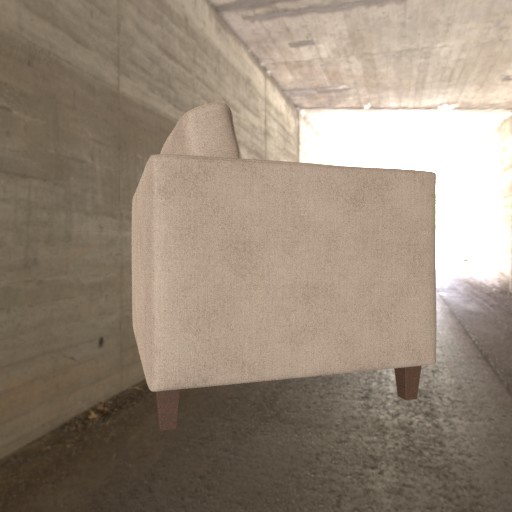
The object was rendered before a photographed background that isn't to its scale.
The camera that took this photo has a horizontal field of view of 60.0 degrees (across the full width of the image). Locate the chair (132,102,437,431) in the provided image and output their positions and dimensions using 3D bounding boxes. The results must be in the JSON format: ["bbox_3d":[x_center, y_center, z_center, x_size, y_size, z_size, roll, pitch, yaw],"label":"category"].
[{"bbox_3d":[0.000,0.000,1.829,0.959,0.961,1.133,0,1,-18],"label":"chair"}]
